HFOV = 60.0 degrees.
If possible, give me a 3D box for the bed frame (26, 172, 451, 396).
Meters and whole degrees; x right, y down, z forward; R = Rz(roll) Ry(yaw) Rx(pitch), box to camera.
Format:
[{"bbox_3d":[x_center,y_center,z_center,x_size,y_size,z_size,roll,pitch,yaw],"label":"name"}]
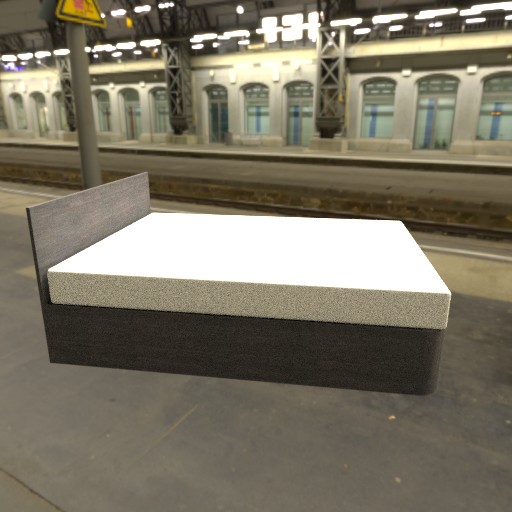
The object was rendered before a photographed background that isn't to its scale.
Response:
[{"bbox_3d":[0.000,0.000,2.653,1.900,0.800,1.400,3,18,8],"label":"bed frame"}]
